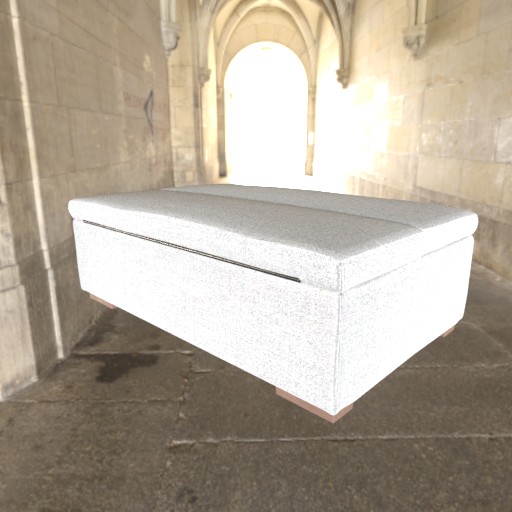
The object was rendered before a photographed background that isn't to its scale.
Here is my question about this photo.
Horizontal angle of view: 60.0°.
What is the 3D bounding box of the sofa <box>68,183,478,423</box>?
[{"bbox_3d":[0.000,0.000,1.601,1.250,0.434,0.817,14,20,42],"label":"sofa"}]
